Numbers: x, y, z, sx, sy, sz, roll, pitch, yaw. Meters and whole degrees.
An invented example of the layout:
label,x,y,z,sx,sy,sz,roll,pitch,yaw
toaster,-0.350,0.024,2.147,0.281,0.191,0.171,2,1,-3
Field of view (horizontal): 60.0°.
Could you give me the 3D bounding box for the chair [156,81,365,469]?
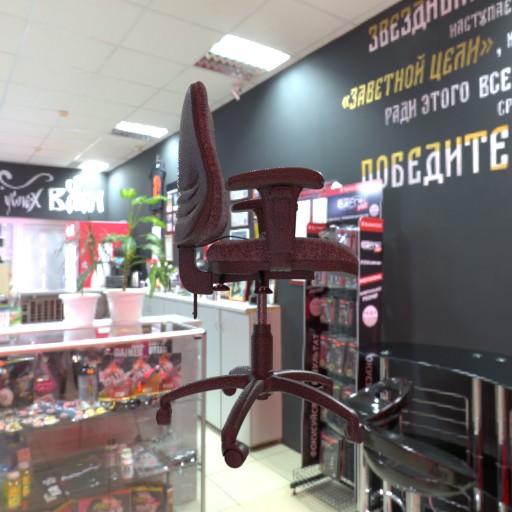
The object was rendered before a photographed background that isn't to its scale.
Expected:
label,x,y,z,sx,sy,sz,roll,pitch,yaw
chair,0.000,0.000,1.212,0.530,0.910,0.550,0,-1,-2
